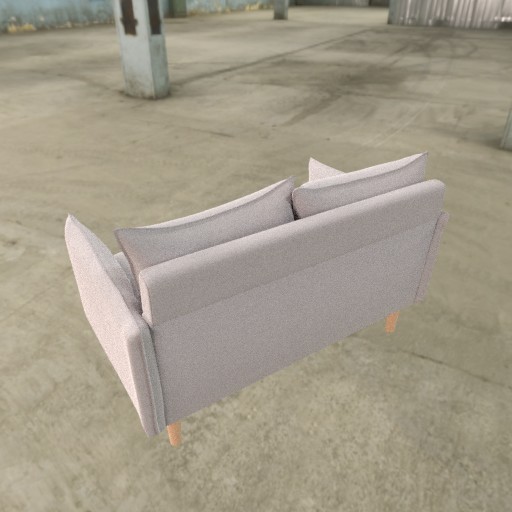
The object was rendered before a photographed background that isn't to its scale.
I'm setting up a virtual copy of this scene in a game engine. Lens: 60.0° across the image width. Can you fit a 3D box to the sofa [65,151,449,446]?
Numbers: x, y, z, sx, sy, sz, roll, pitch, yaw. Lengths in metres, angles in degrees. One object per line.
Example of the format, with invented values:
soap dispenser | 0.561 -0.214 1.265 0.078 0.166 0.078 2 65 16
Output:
sofa | 0.000 0.000 1.795 1.300 0.840 0.820 -19 36 -28
